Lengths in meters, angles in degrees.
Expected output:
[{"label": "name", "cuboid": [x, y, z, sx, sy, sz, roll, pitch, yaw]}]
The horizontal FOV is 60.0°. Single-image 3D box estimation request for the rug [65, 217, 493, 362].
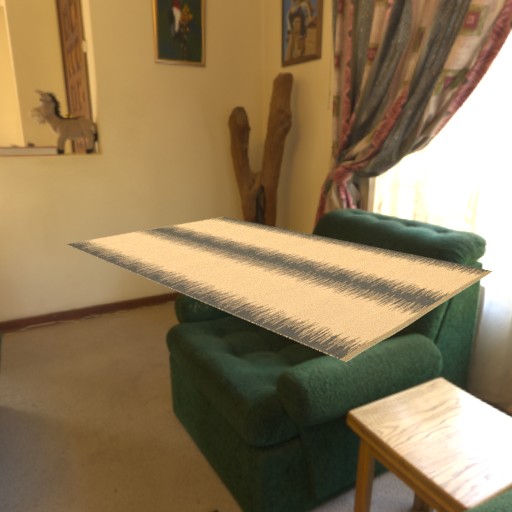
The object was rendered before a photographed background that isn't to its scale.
[{"label": "rug", "cuboid": [0.000, 0.000, 2.926, 1.519, 0.003, 2.453, -15, 22, -43]}]
